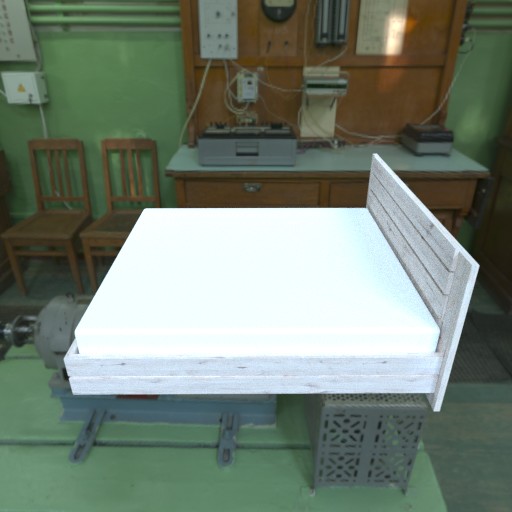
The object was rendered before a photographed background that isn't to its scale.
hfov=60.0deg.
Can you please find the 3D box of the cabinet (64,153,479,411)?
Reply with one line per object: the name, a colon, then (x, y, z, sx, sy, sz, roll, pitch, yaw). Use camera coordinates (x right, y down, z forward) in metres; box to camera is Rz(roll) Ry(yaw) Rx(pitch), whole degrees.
cabinet: (0.000, 0.000, 3.149, 2.080, 0.970, 1.950, 0, 28, 0)
